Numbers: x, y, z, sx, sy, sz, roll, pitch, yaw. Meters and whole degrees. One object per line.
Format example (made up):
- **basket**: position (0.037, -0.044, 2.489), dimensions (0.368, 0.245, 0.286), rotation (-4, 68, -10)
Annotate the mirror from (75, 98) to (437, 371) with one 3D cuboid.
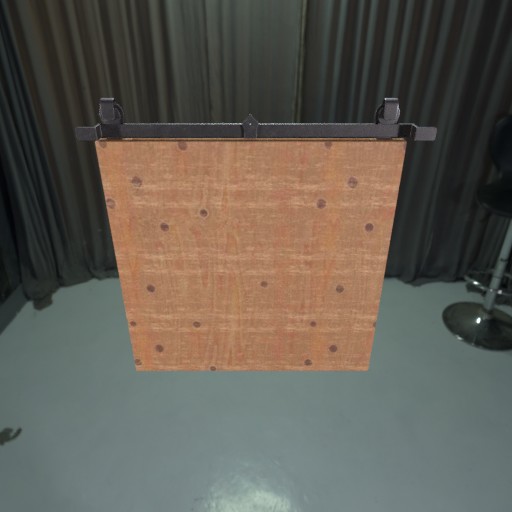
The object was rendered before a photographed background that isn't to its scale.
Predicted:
- **mirror**: position (0.000, 0.000, 1.177), dimensions (0.805, 0.800, 0.054), rotation (0, 30, 0)
